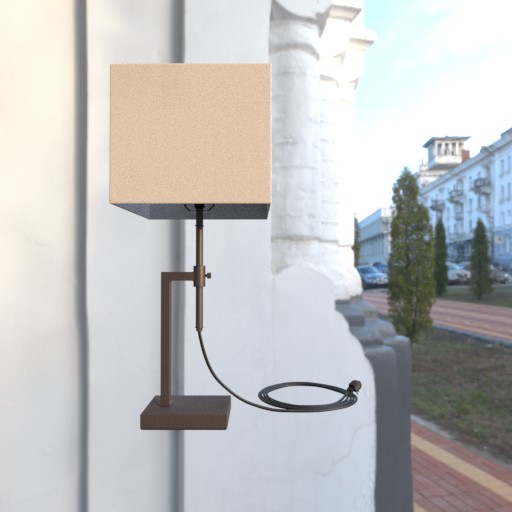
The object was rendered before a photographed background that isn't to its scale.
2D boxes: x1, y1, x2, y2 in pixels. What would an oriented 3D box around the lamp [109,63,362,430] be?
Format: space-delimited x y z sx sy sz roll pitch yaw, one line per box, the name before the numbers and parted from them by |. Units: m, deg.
lamp | 0.000 0.000 0.960 0.504 0.660 0.399 0 -1 0
